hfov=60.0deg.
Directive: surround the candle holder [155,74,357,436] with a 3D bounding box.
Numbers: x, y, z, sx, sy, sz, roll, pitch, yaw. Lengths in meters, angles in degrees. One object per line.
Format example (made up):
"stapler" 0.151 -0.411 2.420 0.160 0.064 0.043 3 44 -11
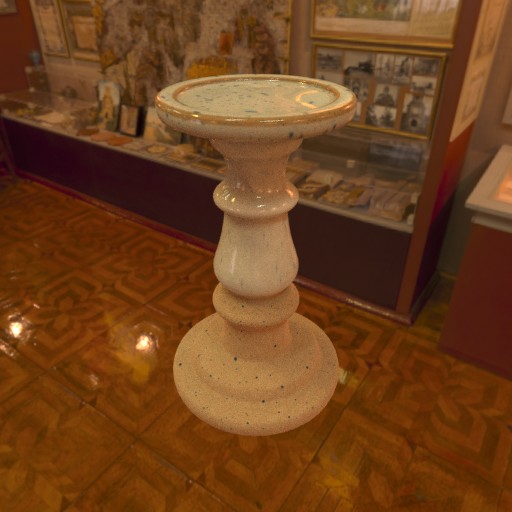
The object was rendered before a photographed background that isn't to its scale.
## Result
"candle holder" 0.000 0.000 0.284 0.123 0.202 0.123 0 32 0
